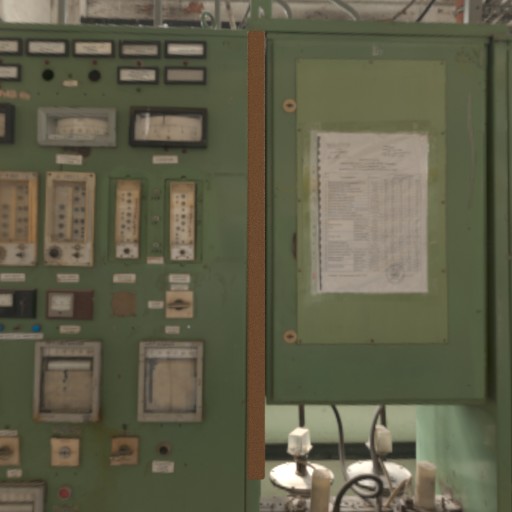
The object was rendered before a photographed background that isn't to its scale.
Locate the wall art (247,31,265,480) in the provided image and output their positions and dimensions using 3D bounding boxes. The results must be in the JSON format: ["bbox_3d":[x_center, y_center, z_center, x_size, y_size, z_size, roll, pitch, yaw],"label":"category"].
[{"bbox_3d":[0.000,0.000,0.766,0.021,0.550,0.449,0,-1,0],"label":"wall art"}]
